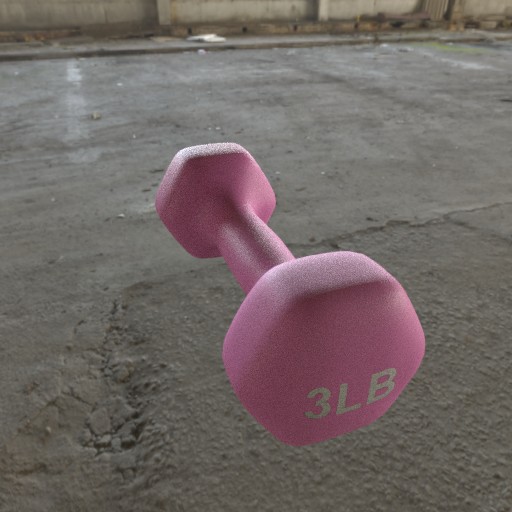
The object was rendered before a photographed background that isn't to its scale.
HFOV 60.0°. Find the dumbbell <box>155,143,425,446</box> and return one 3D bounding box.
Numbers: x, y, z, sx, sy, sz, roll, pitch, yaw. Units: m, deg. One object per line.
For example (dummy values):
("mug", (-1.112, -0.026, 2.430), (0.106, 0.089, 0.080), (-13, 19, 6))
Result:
("dumbbell", (0.000, 0.000, 0.187), (0.064, 0.058, 0.159), (-11, 32, -17))
